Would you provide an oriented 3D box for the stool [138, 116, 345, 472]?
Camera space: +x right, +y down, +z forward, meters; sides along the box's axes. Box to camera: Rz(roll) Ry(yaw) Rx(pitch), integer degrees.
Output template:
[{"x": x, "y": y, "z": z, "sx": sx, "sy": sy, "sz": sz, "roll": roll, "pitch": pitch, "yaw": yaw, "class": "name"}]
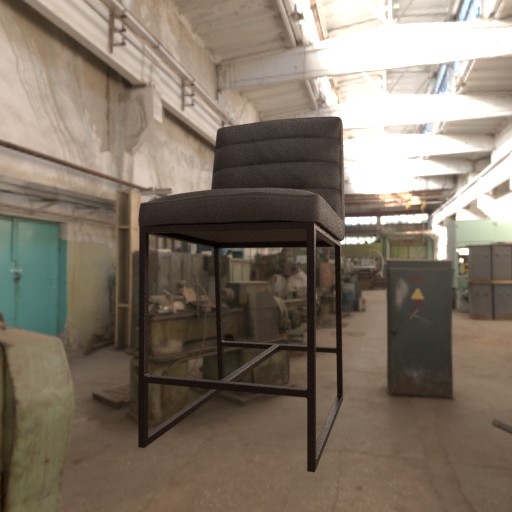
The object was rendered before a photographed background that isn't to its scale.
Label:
[{"x": 0.000, "y": 0.000, "z": 1.287, "sx": 0.463, "sy": 0.946, "sz": 0.562, "roll": 0, "pitch": -1, "yaw": 17, "class": "stool"}]
